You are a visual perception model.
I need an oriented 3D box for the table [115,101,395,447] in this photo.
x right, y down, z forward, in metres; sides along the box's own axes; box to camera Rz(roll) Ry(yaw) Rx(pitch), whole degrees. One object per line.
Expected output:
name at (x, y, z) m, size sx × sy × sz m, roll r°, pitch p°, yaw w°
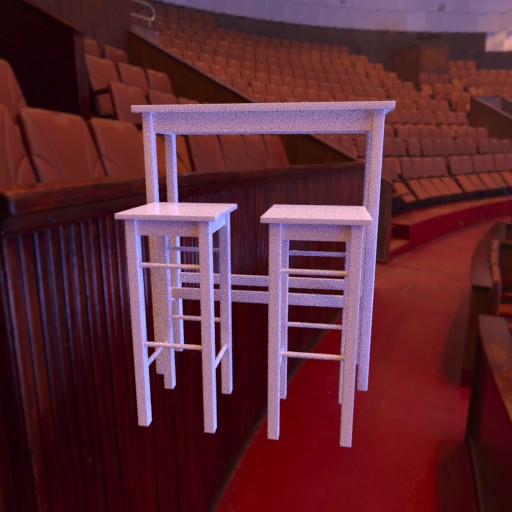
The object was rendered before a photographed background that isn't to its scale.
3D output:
table at (0.000, 0.000, 1.623) m, size 0.915 × 1.065 × 0.650 m, roll 2°, pitch 13°, yaw 9°
